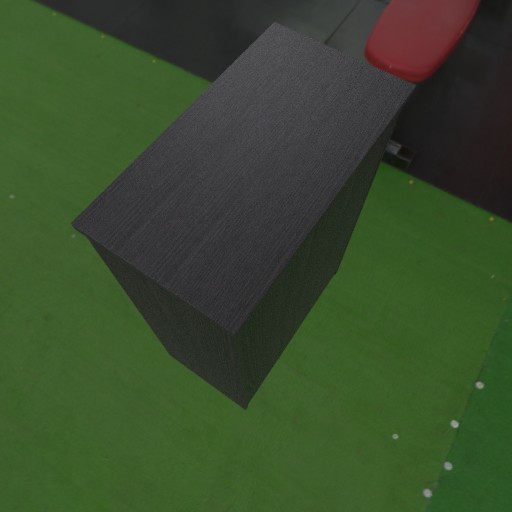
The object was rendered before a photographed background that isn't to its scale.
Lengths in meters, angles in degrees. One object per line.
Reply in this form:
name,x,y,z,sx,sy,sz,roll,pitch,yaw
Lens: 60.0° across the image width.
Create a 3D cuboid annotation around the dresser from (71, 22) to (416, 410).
dresser,0.000,0.000,1.380,0.399,1.020,0.704,32,68,15
